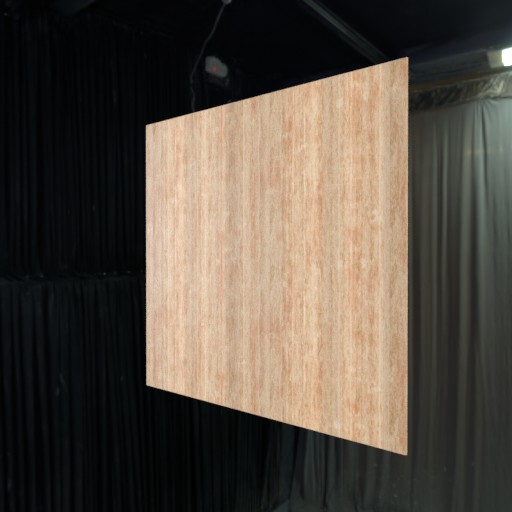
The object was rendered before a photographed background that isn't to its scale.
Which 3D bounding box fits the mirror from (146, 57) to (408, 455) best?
[{"bbox_3d":[0.000,0.000,0.936,0.651,0.651,0.047,0,0,37],"label":"mirror"}]
